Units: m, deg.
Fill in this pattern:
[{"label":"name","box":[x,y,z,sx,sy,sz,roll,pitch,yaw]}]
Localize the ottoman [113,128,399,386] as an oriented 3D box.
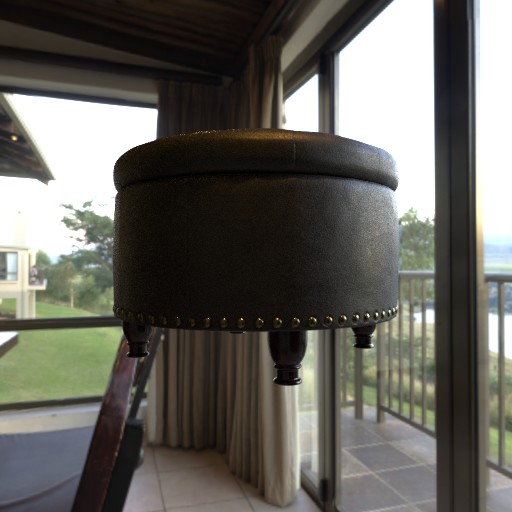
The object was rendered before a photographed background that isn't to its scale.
[{"label":"ottoman","box":[0.000,0.000,1.033,0.637,0.442,0.637,0,0,0]}]
